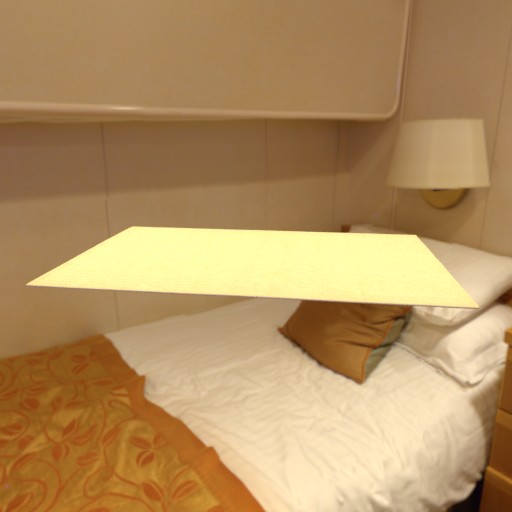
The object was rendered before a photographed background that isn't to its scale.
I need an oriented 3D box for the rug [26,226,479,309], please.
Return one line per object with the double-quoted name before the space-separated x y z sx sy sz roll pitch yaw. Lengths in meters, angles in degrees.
"rug" 0.000 0.000 3.060 2.441 0.014 1.531 2 16 7
